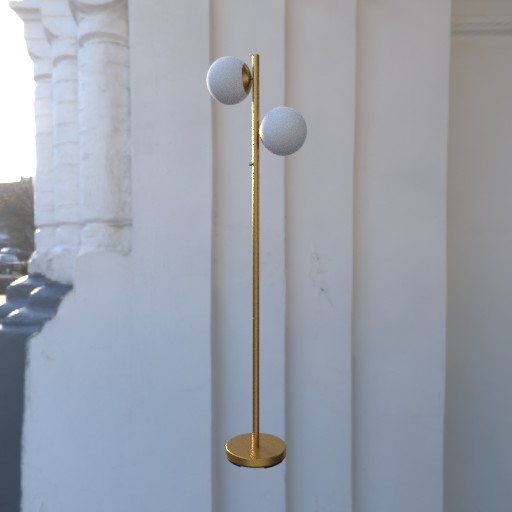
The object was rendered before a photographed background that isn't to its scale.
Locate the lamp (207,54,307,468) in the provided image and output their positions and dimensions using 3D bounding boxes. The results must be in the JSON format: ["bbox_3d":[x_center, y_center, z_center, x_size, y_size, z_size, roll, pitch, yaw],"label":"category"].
[{"bbox_3d":[0.000,0.000,1.818,0.419,1.641,0.249,0,1,17],"label":"lamp"}]
